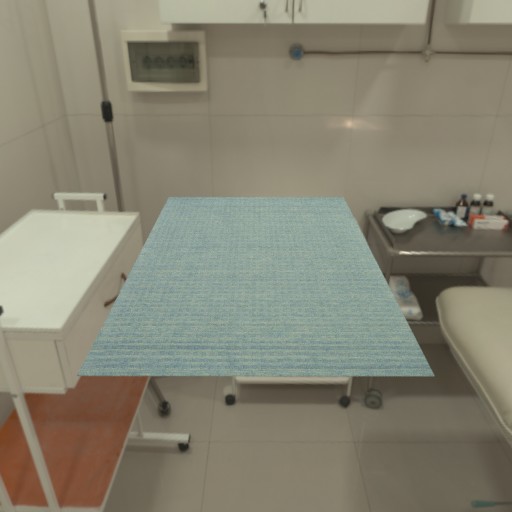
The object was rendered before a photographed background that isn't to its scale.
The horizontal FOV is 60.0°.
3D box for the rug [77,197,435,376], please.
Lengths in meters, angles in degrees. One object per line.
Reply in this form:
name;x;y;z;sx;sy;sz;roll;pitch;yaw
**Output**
rug;0.000;0.000;3.743;1.982;0.006;2.895;0;27;0
